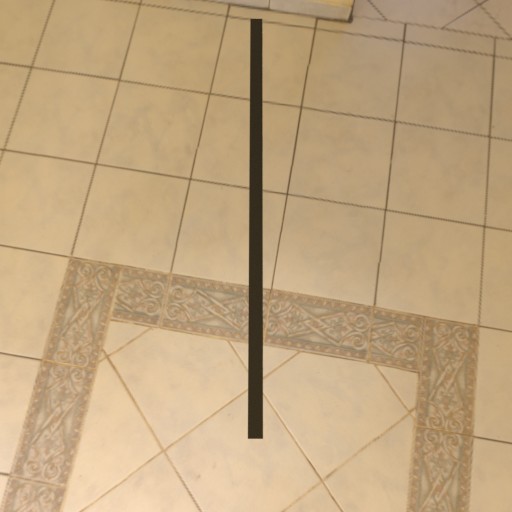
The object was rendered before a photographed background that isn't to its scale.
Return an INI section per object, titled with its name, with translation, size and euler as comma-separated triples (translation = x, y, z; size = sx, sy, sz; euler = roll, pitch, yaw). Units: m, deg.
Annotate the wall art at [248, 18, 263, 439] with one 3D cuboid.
[wall art]
translation = 0.000, 0.000, 0.665
size = 0.014, 0.445, 0.446
euler = 0, 76, 0
